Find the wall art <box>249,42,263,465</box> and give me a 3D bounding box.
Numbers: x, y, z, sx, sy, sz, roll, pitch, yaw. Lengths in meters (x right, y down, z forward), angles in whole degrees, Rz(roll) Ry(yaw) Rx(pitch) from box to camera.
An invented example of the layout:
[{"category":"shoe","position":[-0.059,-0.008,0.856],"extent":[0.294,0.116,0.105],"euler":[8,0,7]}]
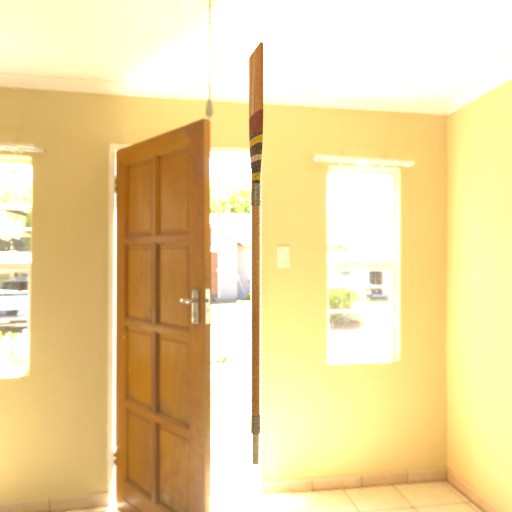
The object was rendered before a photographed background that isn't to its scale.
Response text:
[{"category":"wall art","position":[0.000,0.000,1.662],"extent":[0.038,1.556,0.146],"euler":[0,-1,-19]}]
